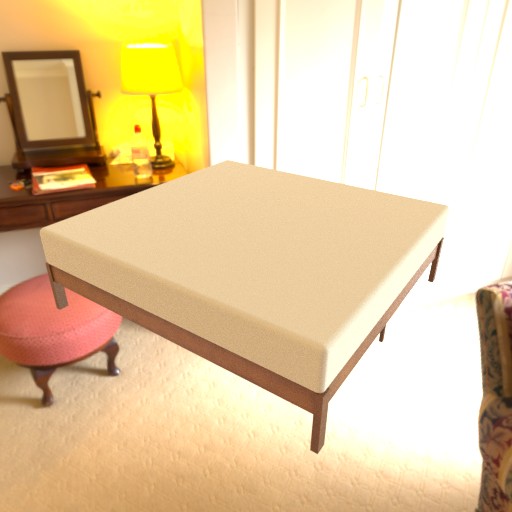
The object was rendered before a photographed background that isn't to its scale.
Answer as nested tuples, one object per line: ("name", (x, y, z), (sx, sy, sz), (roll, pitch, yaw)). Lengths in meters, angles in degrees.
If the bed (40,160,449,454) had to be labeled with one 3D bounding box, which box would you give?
("bed", (0.000, 0.000, 3.121), (2.049, 0.616, 1.930), (18, 33, 31))
